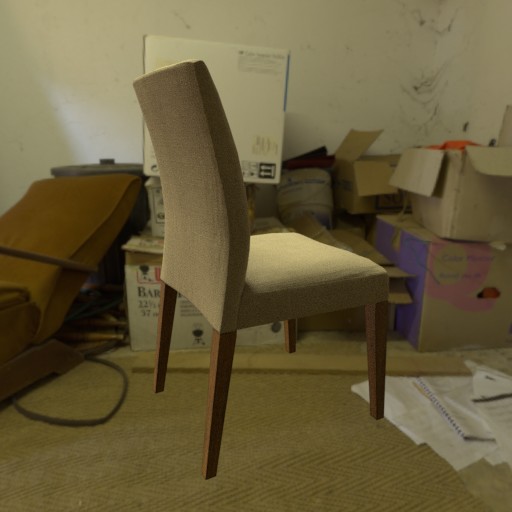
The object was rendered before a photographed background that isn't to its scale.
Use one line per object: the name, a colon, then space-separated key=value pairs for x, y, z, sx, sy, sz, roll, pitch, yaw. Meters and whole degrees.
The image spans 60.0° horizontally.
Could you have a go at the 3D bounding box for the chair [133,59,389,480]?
chair: x=0.000 y=0.000 z=1.252 sx=0.585 sy=0.940 sz=0.496 roll=-8 pitch=17 yaw=-27
